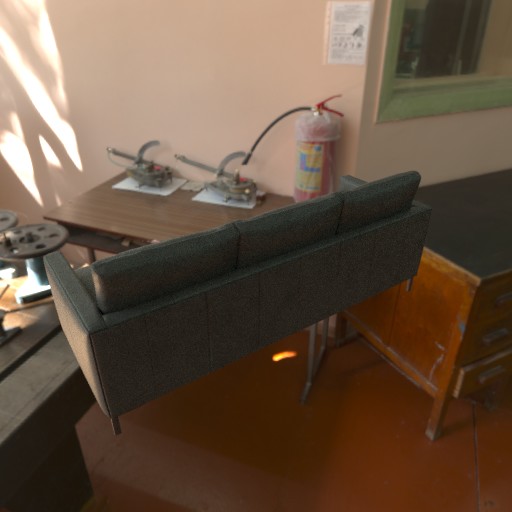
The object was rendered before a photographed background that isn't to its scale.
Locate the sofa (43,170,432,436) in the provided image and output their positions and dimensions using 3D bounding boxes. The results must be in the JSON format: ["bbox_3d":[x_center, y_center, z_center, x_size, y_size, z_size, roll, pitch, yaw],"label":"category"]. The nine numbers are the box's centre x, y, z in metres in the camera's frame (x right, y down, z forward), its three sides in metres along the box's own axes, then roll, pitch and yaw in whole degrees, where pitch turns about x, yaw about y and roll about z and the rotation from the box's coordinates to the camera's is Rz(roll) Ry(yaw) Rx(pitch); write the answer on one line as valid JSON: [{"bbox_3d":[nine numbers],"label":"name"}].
[{"bbox_3d":[0.000,0.000,2.434,2.029,0.805,0.748,-19,35,-30],"label":"sofa"}]
